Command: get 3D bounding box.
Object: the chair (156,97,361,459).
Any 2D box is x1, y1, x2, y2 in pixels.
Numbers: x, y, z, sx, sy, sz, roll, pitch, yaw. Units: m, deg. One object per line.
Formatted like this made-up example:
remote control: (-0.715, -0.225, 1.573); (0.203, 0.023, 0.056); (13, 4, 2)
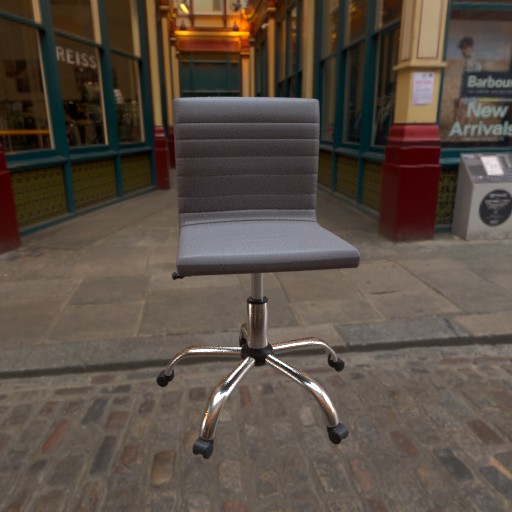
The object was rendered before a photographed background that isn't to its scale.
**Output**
chair: (0.000, 0.000, 1.136); (0.556, 0.780, 0.530); (-3, 17, -8)
